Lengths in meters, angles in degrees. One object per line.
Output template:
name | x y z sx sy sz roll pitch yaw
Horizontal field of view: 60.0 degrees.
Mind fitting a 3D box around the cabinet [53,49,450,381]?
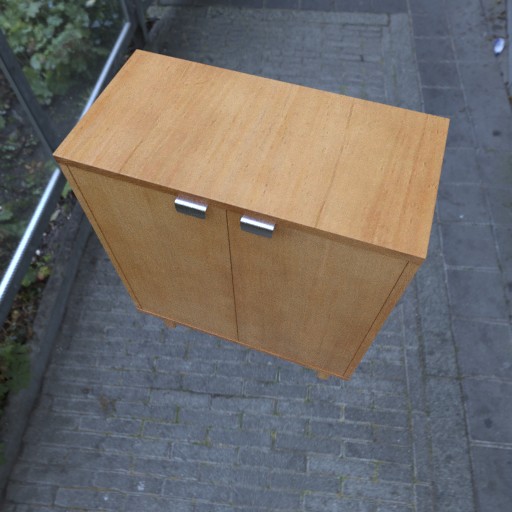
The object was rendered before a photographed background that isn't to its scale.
cabinet | 0.000 0.000 1.410 0.800 1.001 0.419 17 60 10
